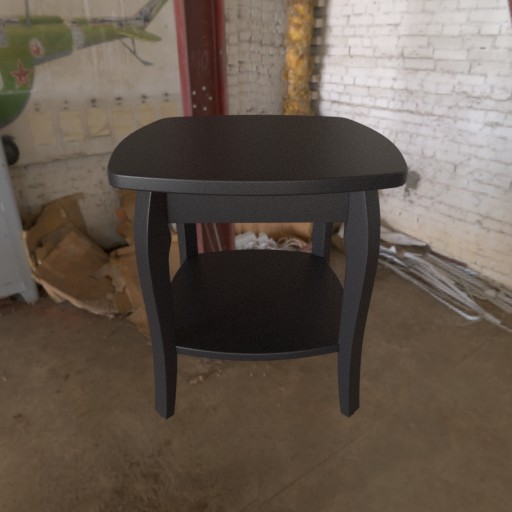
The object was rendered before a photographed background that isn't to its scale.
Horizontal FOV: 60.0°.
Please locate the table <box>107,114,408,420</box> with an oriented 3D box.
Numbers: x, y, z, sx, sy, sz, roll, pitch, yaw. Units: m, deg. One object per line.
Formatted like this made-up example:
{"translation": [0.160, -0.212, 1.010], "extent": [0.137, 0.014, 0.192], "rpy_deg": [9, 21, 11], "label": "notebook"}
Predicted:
{"translation": [0.000, 0.000, 0.869], "extent": [0.457, 0.457, 0.508], "rpy_deg": [0, 26, -1], "label": "table"}
